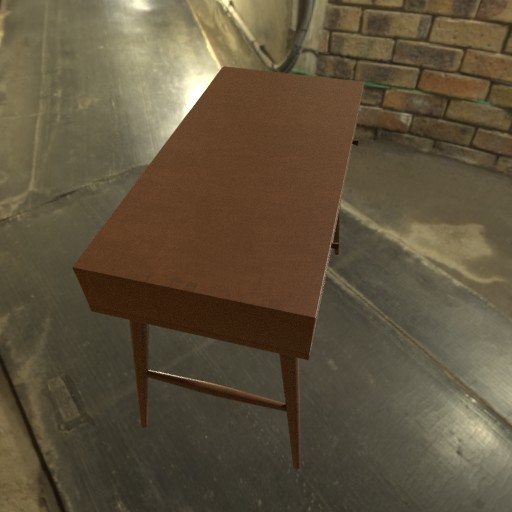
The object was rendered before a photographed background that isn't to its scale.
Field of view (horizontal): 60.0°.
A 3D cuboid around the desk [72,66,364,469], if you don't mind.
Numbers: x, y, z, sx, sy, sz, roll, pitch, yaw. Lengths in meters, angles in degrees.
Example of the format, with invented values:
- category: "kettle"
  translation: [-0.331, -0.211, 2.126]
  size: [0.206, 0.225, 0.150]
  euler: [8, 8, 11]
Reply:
- category: "desk"
  translation: [0.000, 0.000, 1.396]
  size: [0.510, 0.758, 0.949]
  euler: [11, 47, 10]
